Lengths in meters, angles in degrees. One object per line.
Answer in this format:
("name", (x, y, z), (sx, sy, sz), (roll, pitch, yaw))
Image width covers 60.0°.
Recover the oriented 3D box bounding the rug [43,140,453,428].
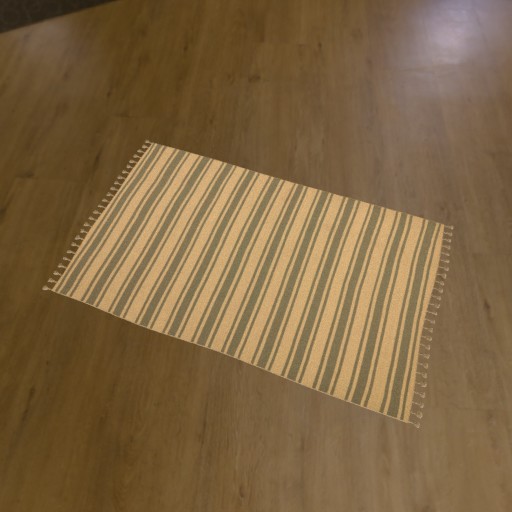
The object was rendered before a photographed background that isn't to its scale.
("rug", (0.000, 0.000, 2.536), (2.084, 0.009, 1.222), (18, 60, 11))
